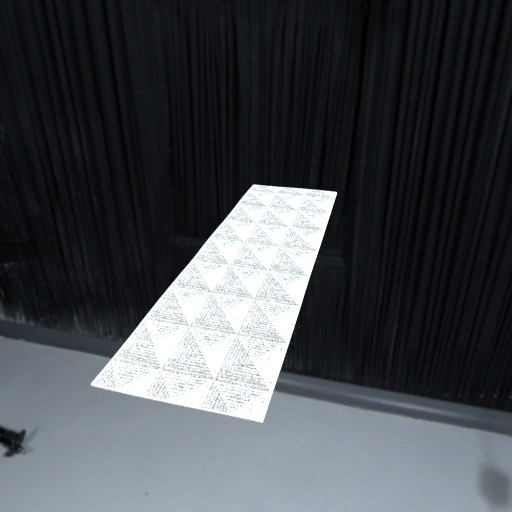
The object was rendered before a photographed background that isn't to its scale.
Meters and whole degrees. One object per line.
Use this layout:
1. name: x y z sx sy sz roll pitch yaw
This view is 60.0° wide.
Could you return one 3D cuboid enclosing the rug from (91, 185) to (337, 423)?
1. rug: 0.000 0.000 2.439 0.645 0.015 2.182 8 30 13
